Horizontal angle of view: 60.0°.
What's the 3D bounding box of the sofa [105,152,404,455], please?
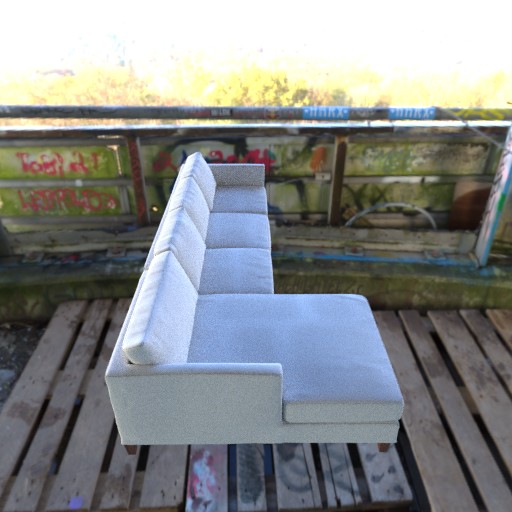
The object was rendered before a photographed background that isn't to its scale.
[{"bbox_3d":[0.000,0.000,3.763,1.625,0.861,3.186,0,32,-1],"label":"sofa"}]
